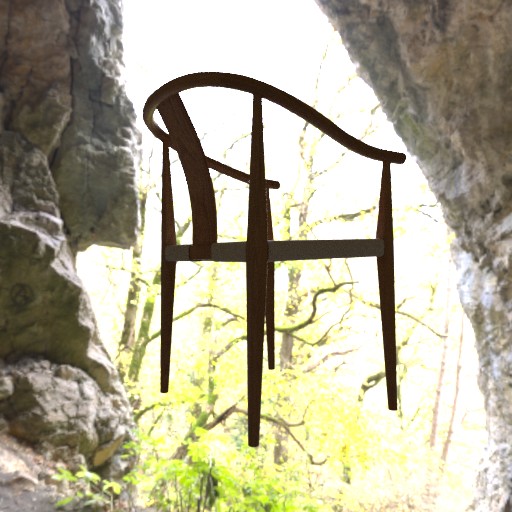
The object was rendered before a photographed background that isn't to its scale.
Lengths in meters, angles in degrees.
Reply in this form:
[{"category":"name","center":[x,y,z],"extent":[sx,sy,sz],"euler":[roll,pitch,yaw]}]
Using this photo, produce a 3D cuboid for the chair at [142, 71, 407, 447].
[{"category":"chair","center":[0.000,0.000,1.210],"extent":[0.579,0.800,0.556],"euler":[0,0,-36]}]
